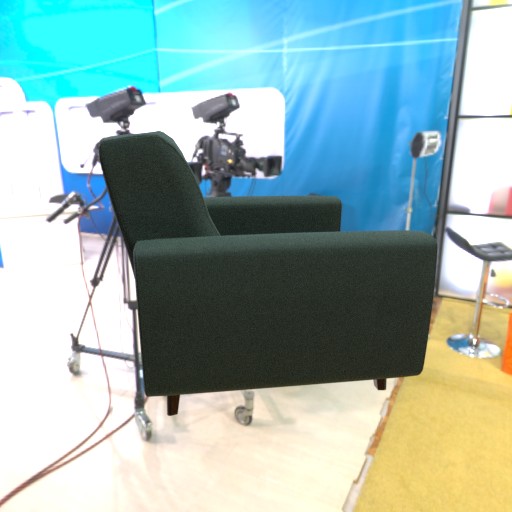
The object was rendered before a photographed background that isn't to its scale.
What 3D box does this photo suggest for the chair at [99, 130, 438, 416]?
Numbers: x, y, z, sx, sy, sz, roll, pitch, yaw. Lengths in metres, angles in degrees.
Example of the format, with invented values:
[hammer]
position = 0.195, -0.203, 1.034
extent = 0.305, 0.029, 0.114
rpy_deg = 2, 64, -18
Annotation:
[chair]
position = 0.000, 0.000, 1.543
extent = 0.909, 0.841, 0.831
rpy_deg = -3, 16, -11
